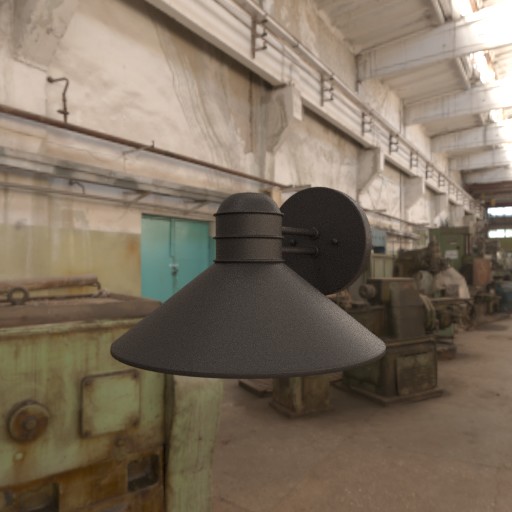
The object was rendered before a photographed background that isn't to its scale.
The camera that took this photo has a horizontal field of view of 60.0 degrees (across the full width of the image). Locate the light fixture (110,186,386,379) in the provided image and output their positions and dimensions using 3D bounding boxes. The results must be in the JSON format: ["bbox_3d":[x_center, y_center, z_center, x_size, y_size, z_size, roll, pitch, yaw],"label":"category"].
[{"bbox_3d":[0.000,0.000,0.684,0.396,0.265,0.434,0,0,35],"label":"light fixture"}]
